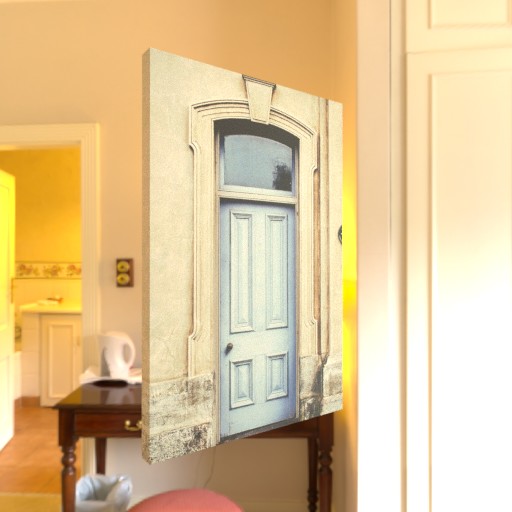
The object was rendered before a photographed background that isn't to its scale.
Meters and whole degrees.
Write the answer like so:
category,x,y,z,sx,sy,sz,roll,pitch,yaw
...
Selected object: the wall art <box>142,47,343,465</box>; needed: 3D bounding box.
category,x,y,z,sx,sy,sz,roll,pitch,yaw
wall art,0.000,0.000,0.975,0.508,0.764,0.038,0,0,-36
